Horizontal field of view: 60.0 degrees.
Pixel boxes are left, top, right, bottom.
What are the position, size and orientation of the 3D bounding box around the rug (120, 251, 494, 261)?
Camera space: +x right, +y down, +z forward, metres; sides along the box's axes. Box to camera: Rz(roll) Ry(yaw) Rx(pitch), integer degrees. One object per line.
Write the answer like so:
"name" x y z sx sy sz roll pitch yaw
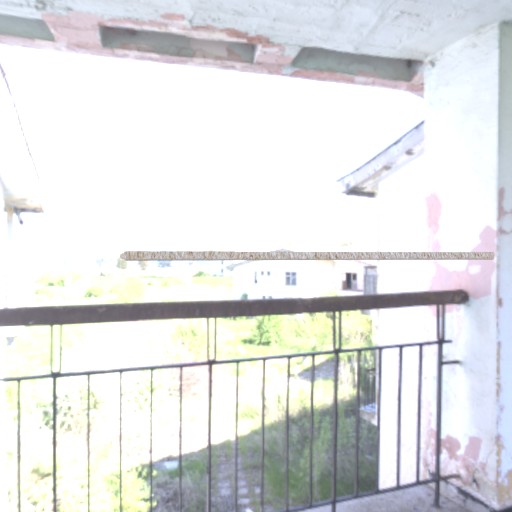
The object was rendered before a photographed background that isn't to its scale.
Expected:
"rug" 0.000 0.000 2.061 1.199 0.025 1.600 0 0 -17
